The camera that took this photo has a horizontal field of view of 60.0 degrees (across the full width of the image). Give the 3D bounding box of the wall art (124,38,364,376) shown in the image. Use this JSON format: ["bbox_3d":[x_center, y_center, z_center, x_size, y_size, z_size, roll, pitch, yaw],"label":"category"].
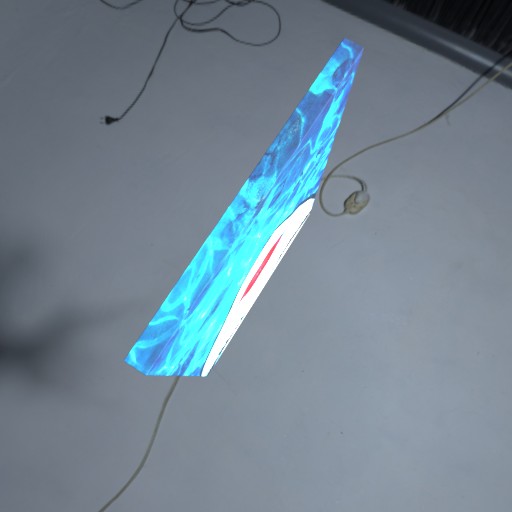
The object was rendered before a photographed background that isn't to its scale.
[{"bbox_3d":[0.000,0.000,1.024,0.038,0.760,0.609,31,77,8],"label":"wall art"}]
